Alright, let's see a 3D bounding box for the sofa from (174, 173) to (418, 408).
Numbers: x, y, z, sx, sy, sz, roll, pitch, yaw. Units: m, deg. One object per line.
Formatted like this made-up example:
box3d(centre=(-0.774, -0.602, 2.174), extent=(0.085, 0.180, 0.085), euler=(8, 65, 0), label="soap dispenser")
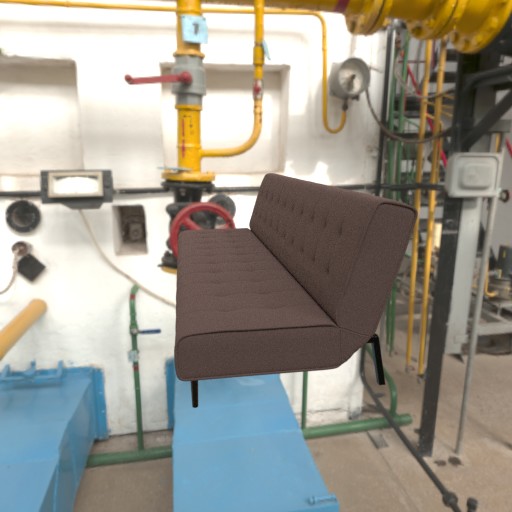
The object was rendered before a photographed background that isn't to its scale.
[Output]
box3d(centre=(0.000, 0.000, 2.094), extent=(0.747, 0.699, 1.703), euler=(-2, 13, -9), label="sofa")
